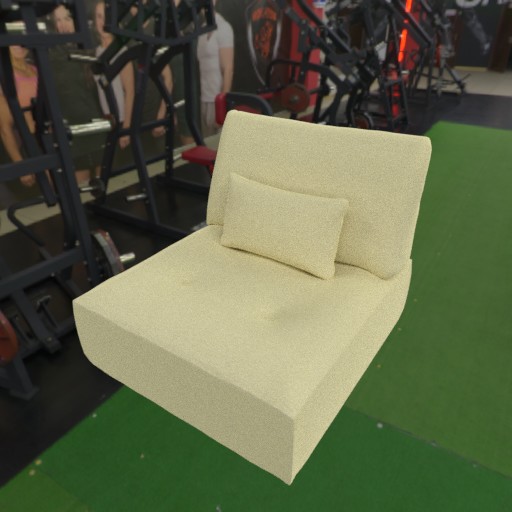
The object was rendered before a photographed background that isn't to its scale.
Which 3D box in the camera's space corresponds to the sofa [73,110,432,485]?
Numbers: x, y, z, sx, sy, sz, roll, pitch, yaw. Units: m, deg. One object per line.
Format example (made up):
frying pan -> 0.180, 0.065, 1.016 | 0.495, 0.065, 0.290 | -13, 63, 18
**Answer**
sofa -> 0.000, 0.000, 1.661 | 0.930, 0.820, 1.000 | 18, 34, 29
